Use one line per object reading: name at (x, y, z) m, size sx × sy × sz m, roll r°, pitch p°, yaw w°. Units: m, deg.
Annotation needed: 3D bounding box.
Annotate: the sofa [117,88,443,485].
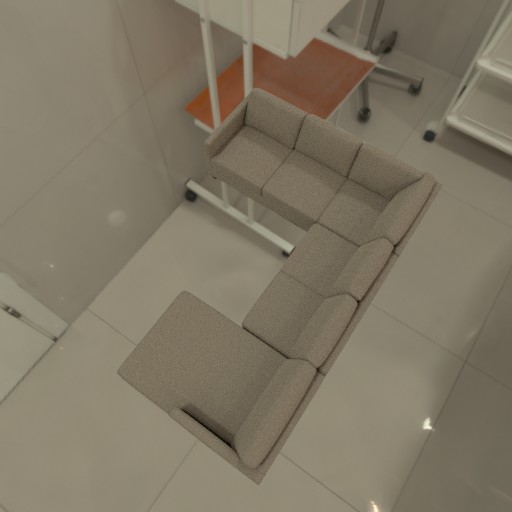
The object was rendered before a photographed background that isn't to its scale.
sofa at (0.000, 0.000, 4.559) m, size 2.424 × 0.865 × 3.438 m, roll 32°, pitch 69°, yaw 14°
